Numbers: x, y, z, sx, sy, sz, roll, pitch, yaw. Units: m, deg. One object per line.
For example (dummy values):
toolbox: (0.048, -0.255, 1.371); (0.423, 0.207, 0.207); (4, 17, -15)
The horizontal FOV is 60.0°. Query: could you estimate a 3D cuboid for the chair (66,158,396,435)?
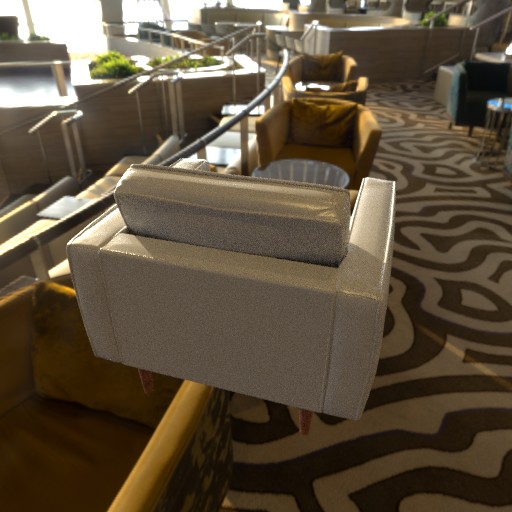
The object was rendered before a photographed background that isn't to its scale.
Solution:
chair: (0.000, 0.000, 1.579); (0.928, 0.773, 0.843); (9, 33, 15)
